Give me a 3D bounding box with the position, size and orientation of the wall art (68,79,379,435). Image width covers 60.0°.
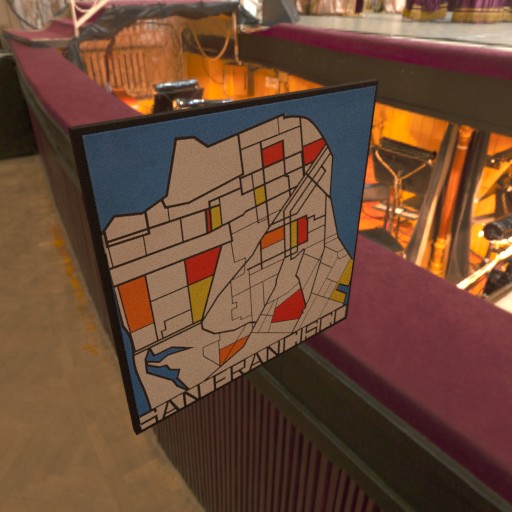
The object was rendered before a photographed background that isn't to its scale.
[{"bbox_3d":[0.000,0.000,0.670,0.458,0.457,0.013,-21,37,-31],"label":"wall art"}]
